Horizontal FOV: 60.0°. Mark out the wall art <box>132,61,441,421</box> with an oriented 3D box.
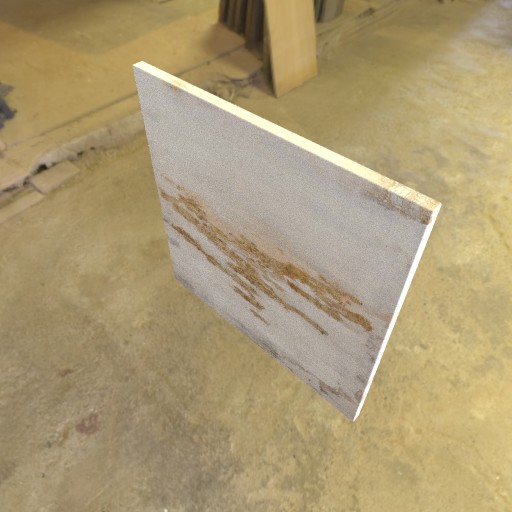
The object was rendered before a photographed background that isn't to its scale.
[{"bbox_3d":[0.000,0.000,1.512,1.015,1.018,0.040,34,55,28],"label":"wall art"}]
